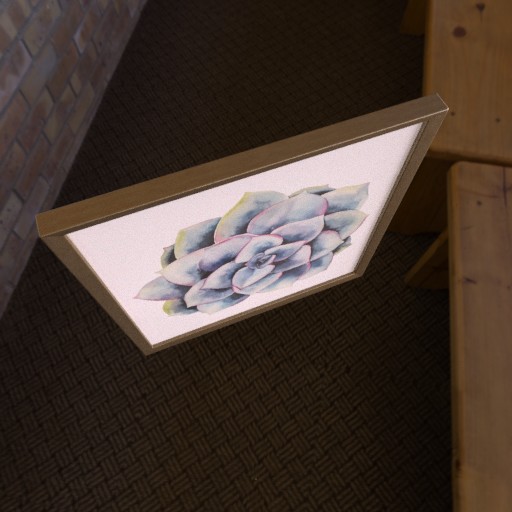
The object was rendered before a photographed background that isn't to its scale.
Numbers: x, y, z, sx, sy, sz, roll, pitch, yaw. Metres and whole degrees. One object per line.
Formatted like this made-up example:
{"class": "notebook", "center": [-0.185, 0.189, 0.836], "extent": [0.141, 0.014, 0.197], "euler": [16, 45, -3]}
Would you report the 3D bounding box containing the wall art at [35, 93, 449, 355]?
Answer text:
{"class": "wall art", "center": [0.000, 0.000, 0.741], "extent": [0.503, 0.506, 0.030], "euler": [-19, 65, -9]}
